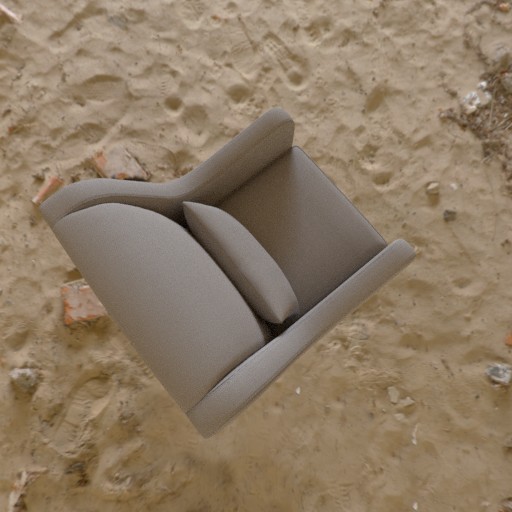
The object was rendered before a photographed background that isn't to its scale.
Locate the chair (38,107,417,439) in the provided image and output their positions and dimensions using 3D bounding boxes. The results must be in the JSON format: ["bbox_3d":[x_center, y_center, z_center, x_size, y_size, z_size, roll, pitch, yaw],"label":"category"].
[{"bbox_3d":[0.000,0.000,1.561,0.863,1.010,0.715,-38,79,-9],"label":"chair"}]
